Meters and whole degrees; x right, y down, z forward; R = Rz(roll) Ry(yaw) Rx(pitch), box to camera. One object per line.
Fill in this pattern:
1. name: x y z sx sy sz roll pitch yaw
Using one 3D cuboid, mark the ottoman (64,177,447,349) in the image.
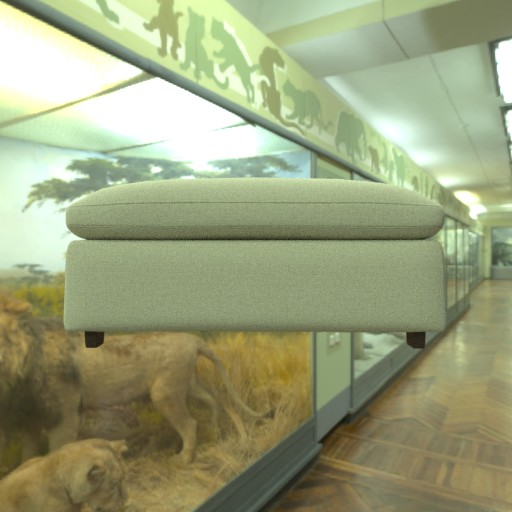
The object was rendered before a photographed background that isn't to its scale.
1. ottoman: 0.000 0.000 1.557 0.977 0.467 0.996 0 1 0
